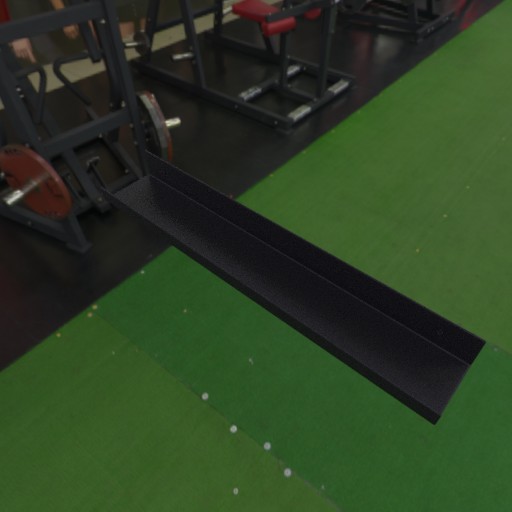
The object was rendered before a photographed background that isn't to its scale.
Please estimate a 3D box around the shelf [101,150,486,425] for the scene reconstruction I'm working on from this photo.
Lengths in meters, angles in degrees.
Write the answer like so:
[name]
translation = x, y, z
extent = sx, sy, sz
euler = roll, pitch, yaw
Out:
[shelf]
translation = 0.000, 0.000, 0.633
extent = 0.605, 0.053, 0.102
euler = 32, 53, 27
